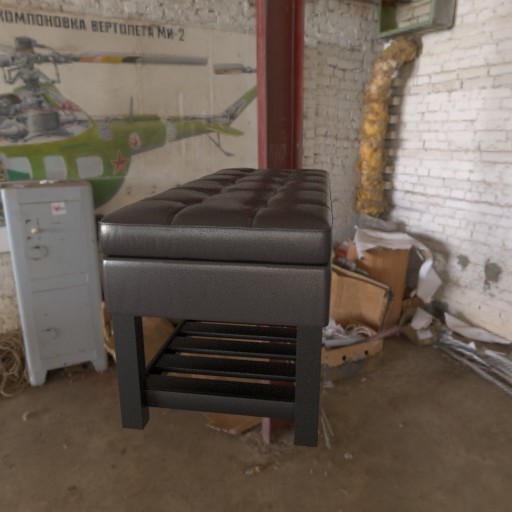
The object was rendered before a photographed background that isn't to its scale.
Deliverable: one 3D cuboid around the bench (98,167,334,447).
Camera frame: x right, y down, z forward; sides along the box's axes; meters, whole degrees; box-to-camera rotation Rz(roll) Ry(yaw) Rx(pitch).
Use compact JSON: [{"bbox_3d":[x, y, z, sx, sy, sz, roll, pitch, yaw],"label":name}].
[{"bbox_3d":[0.000,0.000,1.344,0.432,0.460,1.105,2,16,8],"label":"bench"}]
